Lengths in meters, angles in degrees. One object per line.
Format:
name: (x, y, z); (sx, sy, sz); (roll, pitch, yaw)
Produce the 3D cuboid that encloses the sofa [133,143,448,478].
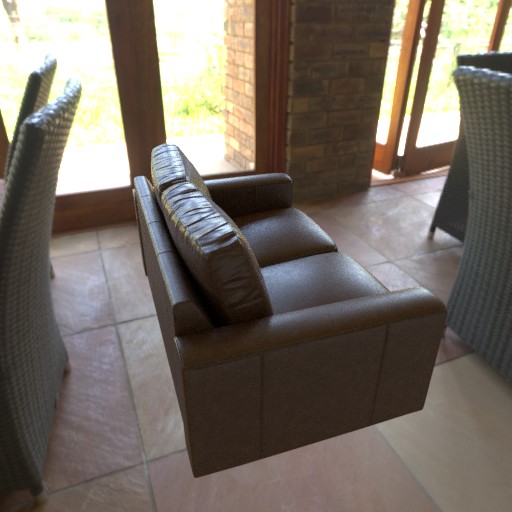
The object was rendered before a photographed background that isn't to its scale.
sofa: (0.000, 0.000, 2.187); (1.016, 0.873, 1.616); (-9, 30, -16)
